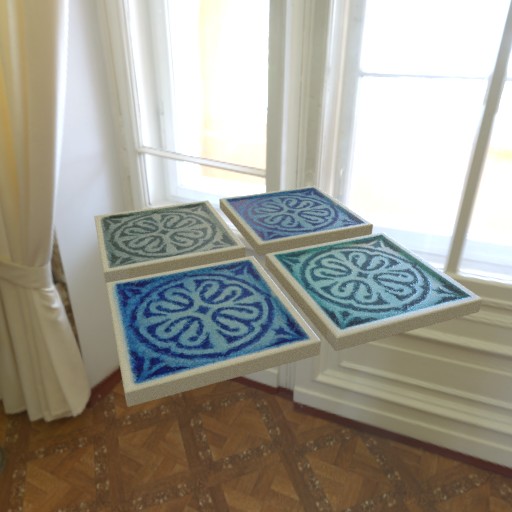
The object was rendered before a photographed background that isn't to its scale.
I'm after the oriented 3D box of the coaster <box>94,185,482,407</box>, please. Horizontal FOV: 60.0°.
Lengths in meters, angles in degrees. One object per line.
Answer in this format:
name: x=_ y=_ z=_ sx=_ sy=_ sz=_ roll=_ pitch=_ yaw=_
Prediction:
coaster: x=0.000 y=0.000 z=0.329 sx=0.214 sy=0.010 sz=0.219 roll=-10 pitch=30 yaw=-18
